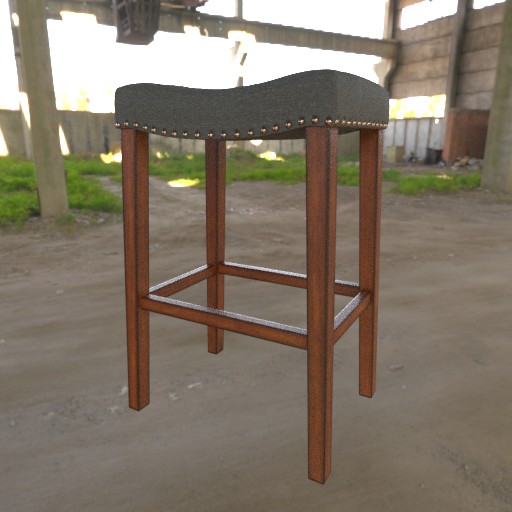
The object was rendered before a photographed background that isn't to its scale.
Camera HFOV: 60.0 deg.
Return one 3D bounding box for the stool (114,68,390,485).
[{"bbox_3d":[0.000,0.000,1.012,0.502,0.748,0.366,8,17,28],"label":"stool"}]
